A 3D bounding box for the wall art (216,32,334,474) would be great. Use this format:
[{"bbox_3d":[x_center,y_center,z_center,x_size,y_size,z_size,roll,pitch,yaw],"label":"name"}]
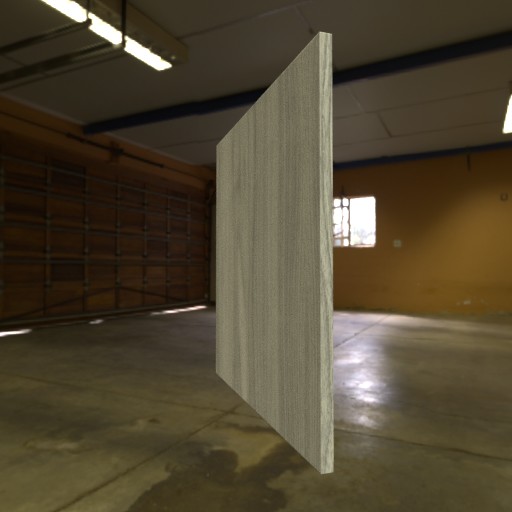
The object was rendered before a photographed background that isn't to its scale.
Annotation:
[{"bbox_3d":[0.000,0.000,0.750,0.016,0.507,0.508,1,-2,-19],"label":"wall art"}]
